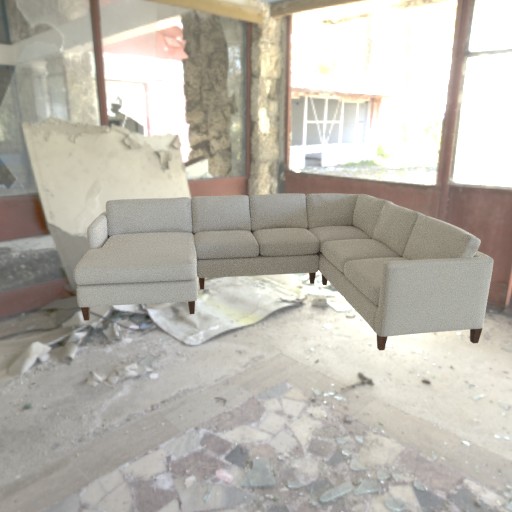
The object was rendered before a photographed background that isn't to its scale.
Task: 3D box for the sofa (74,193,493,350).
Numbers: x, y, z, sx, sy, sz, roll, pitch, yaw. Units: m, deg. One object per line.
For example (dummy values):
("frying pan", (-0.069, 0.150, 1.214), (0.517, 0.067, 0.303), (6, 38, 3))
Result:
("sofa", (0.000, 0.000, 4.504), (3.459, 0.956, 2.593), (-2, 16, -8))
